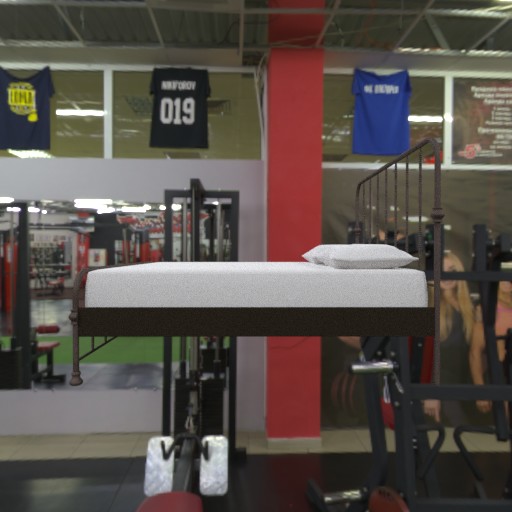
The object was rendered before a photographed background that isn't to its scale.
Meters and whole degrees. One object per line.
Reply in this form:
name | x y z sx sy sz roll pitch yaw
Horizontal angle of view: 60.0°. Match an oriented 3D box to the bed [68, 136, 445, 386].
bed | 0.000 0.000 3.504 2.134 1.446 2.044 0 1 0
